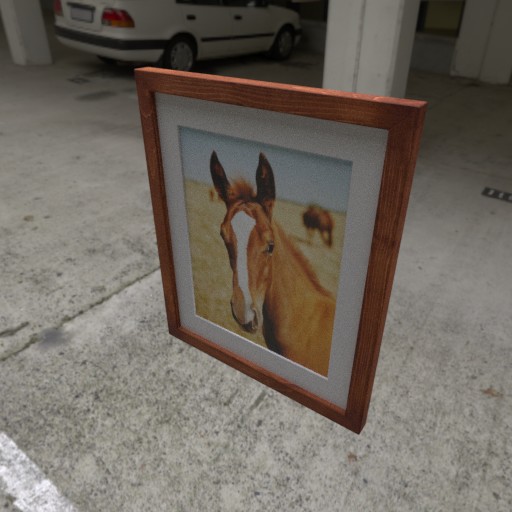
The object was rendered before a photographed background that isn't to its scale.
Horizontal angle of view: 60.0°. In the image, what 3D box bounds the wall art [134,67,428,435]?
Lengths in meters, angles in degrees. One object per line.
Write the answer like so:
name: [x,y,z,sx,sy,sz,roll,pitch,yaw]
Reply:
wall art: [0.000,0.000,0.755,0.462,0.558,0.030,20,36,30]
